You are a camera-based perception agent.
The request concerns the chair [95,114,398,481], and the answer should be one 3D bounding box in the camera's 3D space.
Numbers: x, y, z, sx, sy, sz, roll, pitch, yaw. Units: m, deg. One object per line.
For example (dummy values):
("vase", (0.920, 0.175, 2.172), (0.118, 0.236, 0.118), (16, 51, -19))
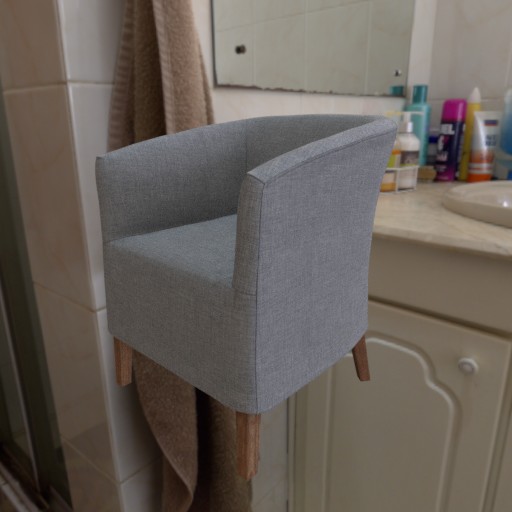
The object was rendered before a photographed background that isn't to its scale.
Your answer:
("chair", (0.000, 0.000, 1.254), (0.600, 0.771, 0.668), (16, 23, 41))
